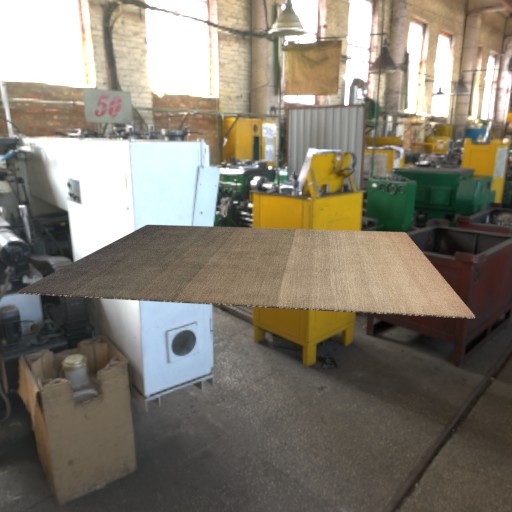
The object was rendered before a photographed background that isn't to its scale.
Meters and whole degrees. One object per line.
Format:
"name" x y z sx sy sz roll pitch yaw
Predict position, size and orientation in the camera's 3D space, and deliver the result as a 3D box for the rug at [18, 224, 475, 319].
"rug" 0.000 0.000 3.845 2.902 0.017 2.306 2 16 8
